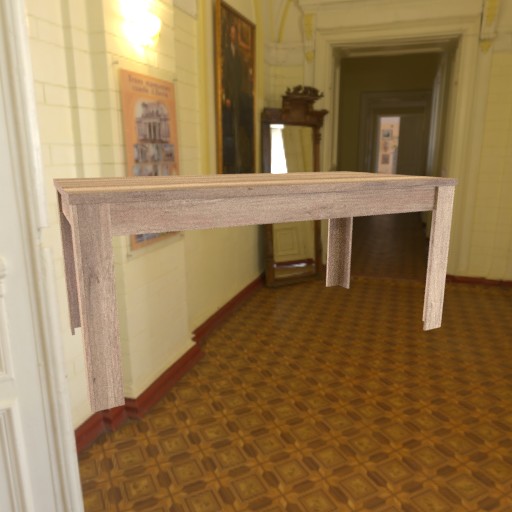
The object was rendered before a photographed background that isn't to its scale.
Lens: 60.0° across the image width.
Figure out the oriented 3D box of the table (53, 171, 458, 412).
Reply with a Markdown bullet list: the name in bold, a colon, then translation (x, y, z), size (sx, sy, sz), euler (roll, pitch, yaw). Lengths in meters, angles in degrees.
- **table**: translation (0.000, 0.000, 2.294), size (1.800, 0.790, 0.900), euler (-7, 15, -26)
